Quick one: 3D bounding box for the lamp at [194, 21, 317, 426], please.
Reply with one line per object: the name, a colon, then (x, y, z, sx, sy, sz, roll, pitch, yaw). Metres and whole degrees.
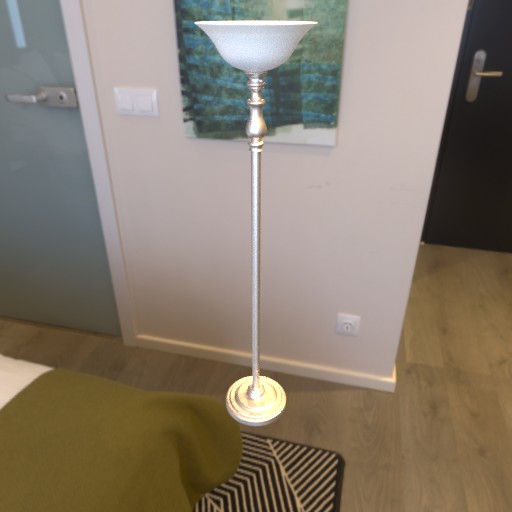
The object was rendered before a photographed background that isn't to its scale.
lamp: (0.000, 0.000, 1.898, 0.405, 1.771, 0.405, -8, 30, -14)
